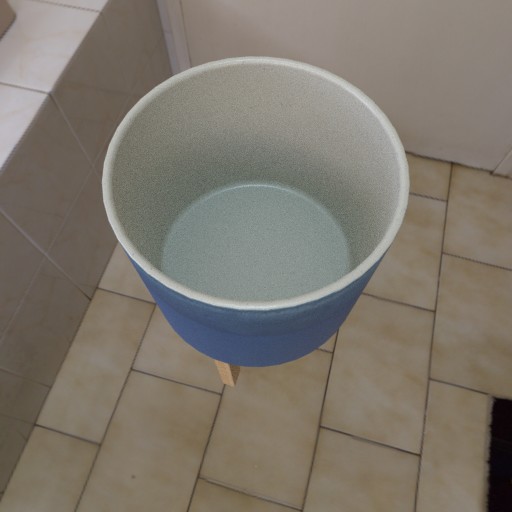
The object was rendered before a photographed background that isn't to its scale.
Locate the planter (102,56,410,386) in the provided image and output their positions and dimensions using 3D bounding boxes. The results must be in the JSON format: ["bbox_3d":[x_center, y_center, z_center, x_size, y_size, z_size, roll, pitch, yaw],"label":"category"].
[{"bbox_3d":[0.000,0.000,0.544,0.261,0.367,0.261,0,65,0],"label":"planter"}]
